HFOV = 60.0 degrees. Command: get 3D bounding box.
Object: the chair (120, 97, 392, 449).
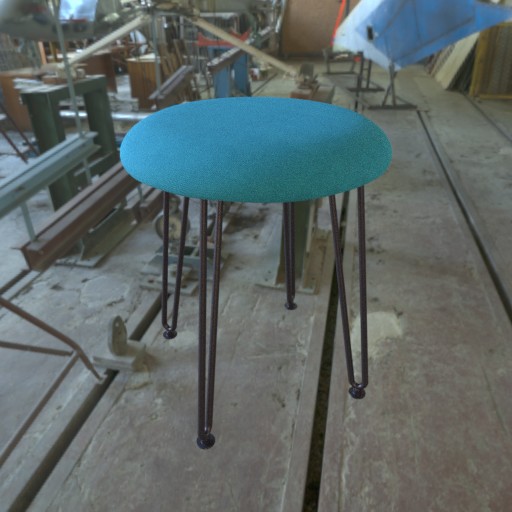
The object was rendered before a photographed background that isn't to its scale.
[{"bbox_3d":[0.000,0.000,0.675,0.350,0.430,0.350,-18,34,-28],"label":"chair"}]
